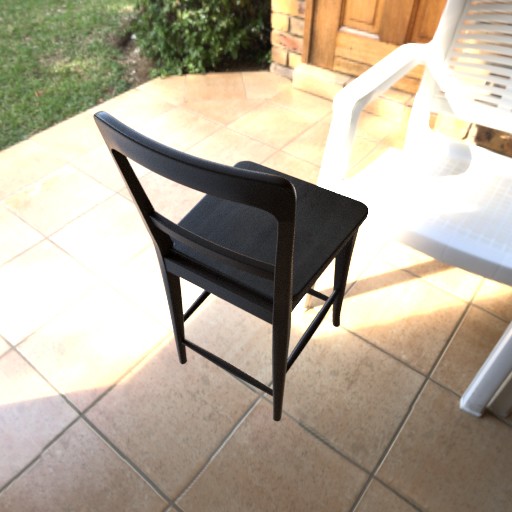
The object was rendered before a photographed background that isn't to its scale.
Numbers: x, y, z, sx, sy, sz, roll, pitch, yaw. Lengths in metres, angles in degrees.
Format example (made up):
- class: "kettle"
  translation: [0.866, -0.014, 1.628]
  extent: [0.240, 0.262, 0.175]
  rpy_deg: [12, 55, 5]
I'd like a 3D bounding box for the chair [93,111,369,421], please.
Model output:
- class: "chair"
  translation: [0.000, 0.000, 1.258]
  extent: [0.450, 0.991, 0.546]
  rpy_deg: [25, 51, 22]
